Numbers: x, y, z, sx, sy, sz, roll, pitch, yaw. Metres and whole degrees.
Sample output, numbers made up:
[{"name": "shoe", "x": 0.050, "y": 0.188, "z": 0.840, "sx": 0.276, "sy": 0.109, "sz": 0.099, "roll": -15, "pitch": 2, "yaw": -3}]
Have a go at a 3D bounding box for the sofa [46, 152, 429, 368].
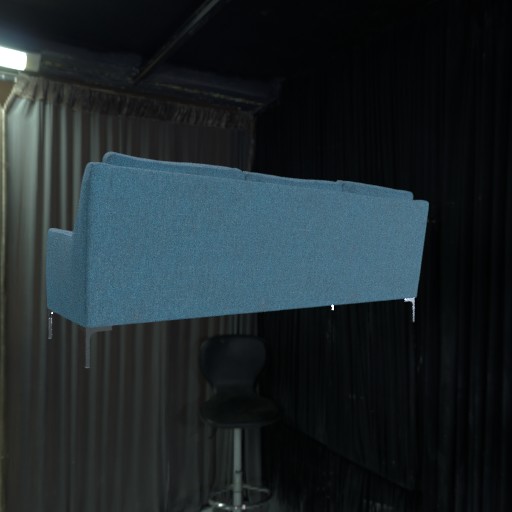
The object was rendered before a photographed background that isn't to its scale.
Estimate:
[{"name": "sofa", "x": 0.000, "y": 0.000, "z": 2.504, "sx": 2.060, "sy": 0.837, "sz": 0.849, "roll": 0, "pitch": 0, "yaw": -35}]
